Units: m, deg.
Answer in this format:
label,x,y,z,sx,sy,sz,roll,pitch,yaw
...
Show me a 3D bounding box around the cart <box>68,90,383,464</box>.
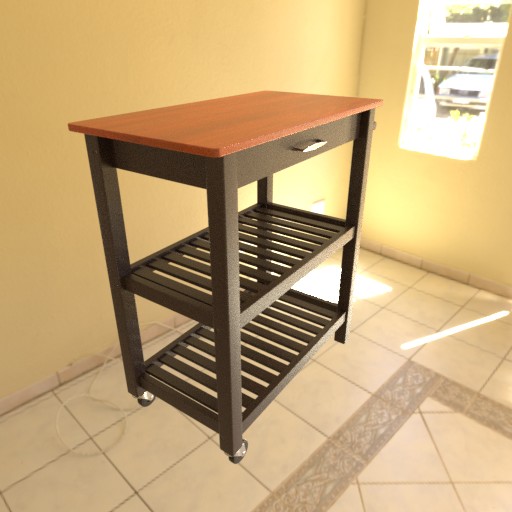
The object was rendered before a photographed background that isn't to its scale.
label,x,y,z,sx,sy,sz,roll,pitch,yaw
cart,0.000,0.000,1.452,0.457,0.927,0.899,17,31,31
